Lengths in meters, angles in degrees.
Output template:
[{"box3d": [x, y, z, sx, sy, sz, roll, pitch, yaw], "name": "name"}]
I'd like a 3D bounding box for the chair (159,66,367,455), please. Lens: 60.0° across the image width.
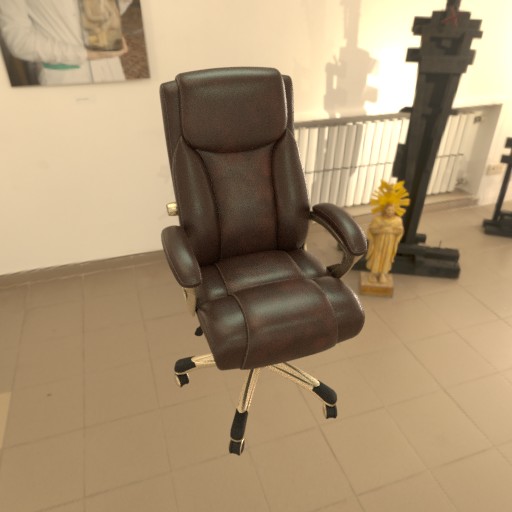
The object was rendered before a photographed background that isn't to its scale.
[{"box3d": [0.000, 0.000, 1.624, 0.692, 1.194, 0.749, -10, 33, -16], "name": "chair"}]
